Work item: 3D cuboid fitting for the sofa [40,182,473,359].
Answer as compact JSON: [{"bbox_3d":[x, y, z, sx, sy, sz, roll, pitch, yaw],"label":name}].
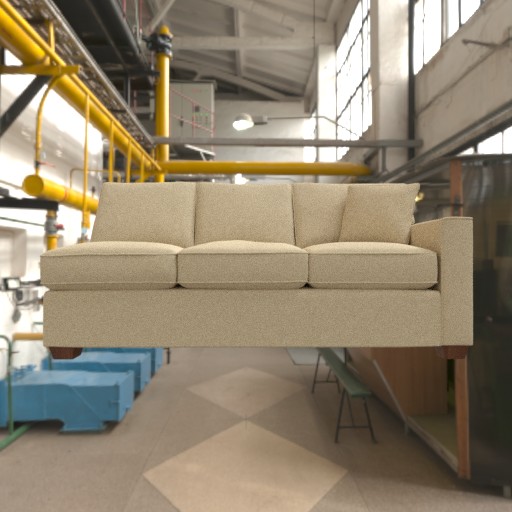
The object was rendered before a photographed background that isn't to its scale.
[{"bbox_3d":[0.000,0.000,2.467,1.963,0.946,1.034,0,-1,0],"label":"sofa"}]
